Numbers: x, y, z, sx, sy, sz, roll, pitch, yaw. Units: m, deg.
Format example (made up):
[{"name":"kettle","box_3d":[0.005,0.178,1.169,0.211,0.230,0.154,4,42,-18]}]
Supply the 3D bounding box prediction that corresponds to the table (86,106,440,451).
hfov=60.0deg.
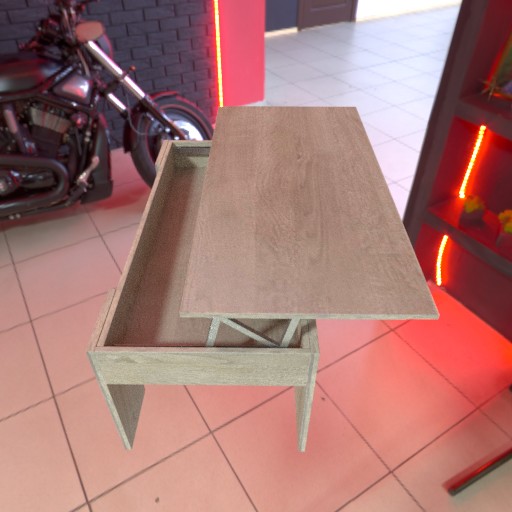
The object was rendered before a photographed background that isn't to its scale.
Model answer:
[{"name":"table","box_3d":[0.000,0.000,1.409,0.711,0.570,1.000,0,41,0]}]
